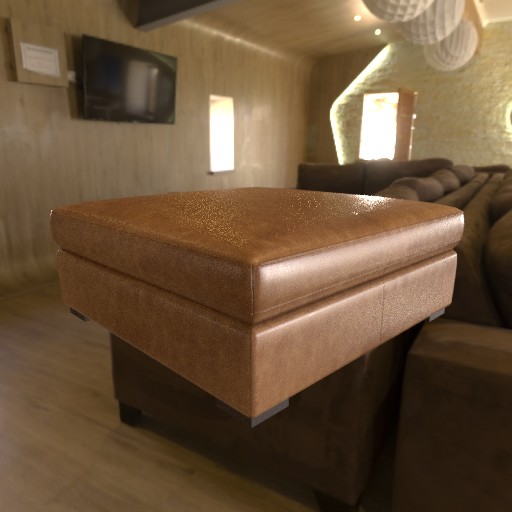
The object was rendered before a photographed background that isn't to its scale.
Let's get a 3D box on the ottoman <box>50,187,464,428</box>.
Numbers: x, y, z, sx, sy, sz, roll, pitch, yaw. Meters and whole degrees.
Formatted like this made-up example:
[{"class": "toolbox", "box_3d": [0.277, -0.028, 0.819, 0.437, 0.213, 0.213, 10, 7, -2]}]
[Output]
[{"class": "ottoman", "box_3d": [0.000, 0.000, 1.778, 1.169, 0.483, 1.168, -13, 19, -43]}]
